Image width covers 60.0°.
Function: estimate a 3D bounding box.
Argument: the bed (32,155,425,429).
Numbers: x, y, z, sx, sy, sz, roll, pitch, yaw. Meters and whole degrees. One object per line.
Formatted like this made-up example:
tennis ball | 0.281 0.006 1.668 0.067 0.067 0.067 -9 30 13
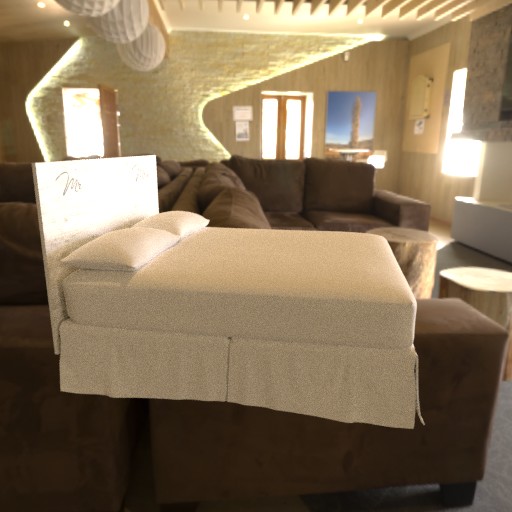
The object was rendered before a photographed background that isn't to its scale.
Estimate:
bed | 0.000 0.000 3.115 2.094 1.335 1.745 3 15 10
